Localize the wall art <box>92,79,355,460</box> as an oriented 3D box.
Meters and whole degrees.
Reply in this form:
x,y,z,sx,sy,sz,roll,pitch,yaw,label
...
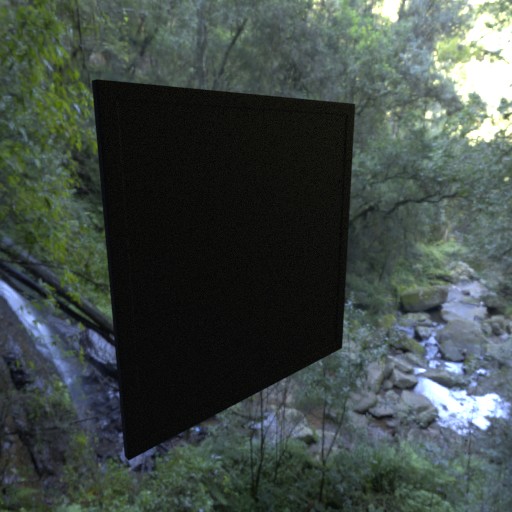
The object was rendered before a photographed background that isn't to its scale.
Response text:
x,y,z,sx,sy,sz,roll,pitch,yaw,label
0.000,0.000,0.813,0.562,0.558,0.012,-14,20,-42,wall art
